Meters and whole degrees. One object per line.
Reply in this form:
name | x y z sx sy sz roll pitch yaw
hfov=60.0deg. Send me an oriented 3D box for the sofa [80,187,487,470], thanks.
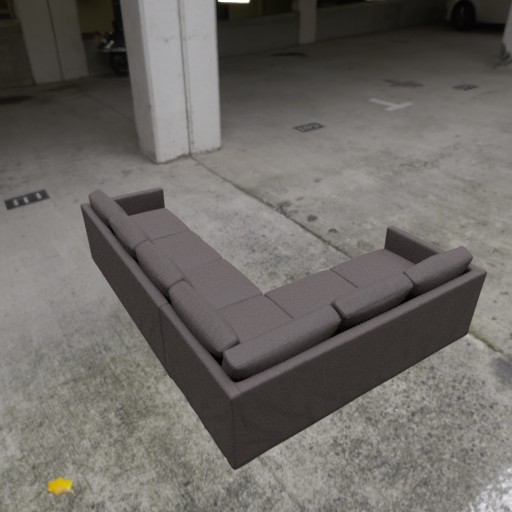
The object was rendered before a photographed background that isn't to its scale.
sofa | 0.000 0.000 4.285 2.432 0.871 3.182 -18 35 -28
